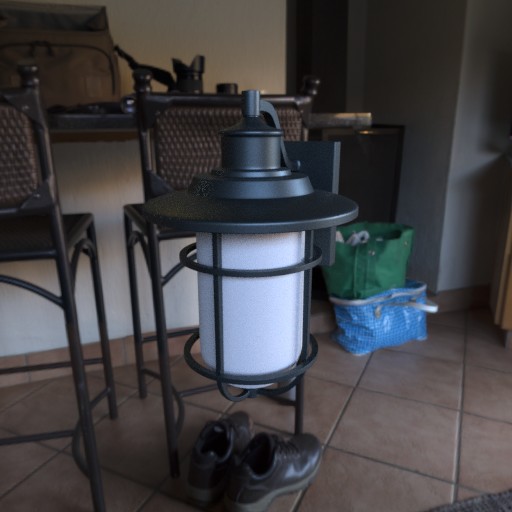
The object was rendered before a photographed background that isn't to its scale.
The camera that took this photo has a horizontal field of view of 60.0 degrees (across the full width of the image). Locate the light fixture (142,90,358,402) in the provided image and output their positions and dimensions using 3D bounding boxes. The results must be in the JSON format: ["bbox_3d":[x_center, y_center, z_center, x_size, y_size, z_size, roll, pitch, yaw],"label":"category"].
[{"bbox_3d":[0.000,0.000,0.496,0.222,0.345,0.252,8,17,27],"label":"light fixture"}]
